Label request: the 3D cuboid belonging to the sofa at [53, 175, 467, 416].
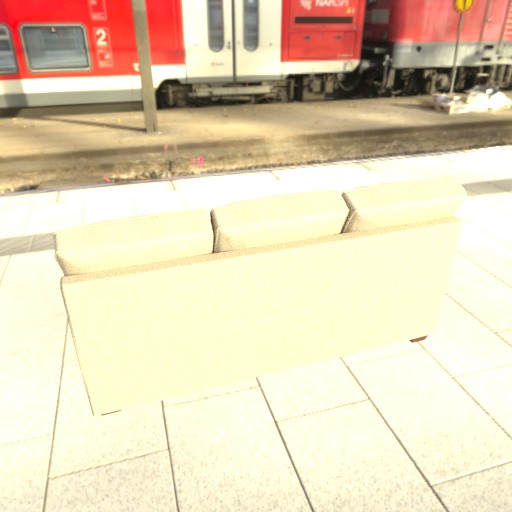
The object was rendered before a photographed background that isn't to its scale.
[{"bbox_3d":[0.000,0.000,2.536,1.962,0.973,1.027,-9,30,-16],"label":"sofa"}]
